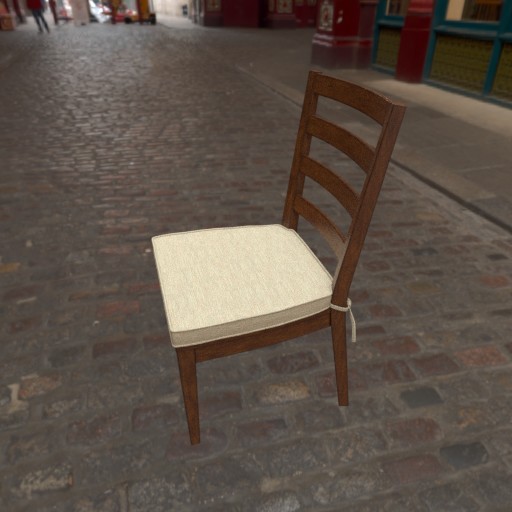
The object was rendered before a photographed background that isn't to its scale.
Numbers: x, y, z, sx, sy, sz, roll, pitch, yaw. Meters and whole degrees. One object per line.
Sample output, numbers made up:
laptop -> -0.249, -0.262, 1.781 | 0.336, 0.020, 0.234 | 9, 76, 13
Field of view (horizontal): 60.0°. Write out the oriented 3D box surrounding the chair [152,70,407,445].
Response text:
chair -> 0.000, 0.000, 1.367 | 0.595, 0.979, 0.593 | -9, 32, -14
